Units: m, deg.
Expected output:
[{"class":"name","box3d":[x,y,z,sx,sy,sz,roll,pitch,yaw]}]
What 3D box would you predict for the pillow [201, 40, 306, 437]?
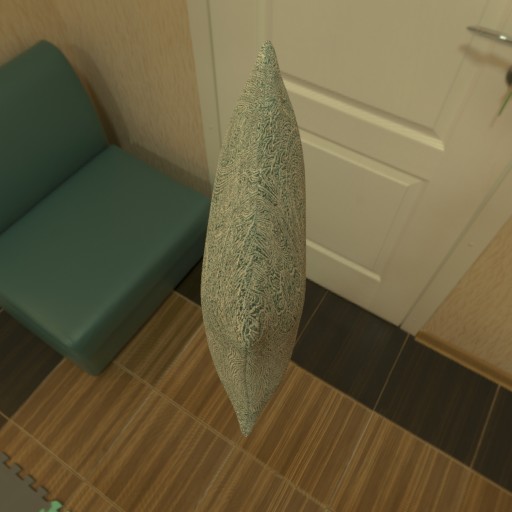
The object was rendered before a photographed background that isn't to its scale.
[{"class":"pillow","box3d":[0.000,0.000,0.797,0.166,0.507,0.526,3,58,2]}]
